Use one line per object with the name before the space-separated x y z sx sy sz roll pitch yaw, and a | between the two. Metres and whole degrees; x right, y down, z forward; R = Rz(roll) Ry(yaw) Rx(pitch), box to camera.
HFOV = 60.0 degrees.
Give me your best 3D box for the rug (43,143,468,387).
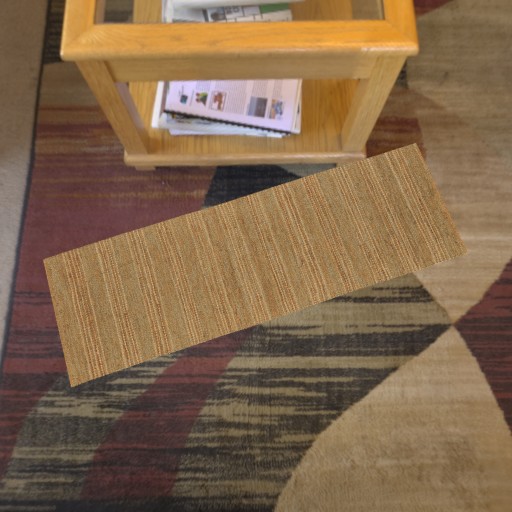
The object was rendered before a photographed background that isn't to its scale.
rug | 0.000 0.000 2.670 2.438 0.006 0.783 -18 76 -5
